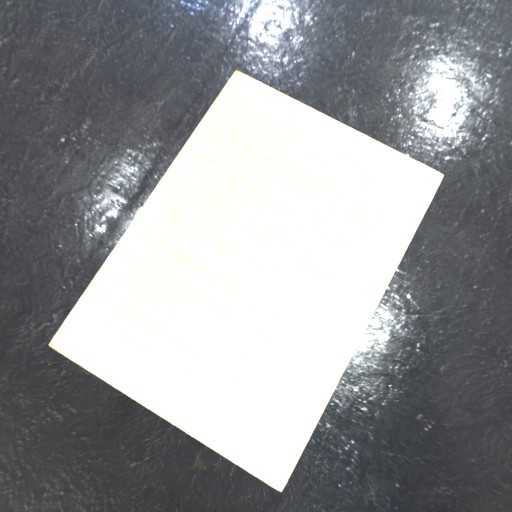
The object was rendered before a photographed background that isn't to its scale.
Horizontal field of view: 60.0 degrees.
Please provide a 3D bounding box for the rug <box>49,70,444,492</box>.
[{"bbox_3d":[0.000,0.000,4.242,2.438,0.010,3.353,29,78,7],"label":"rug"}]
